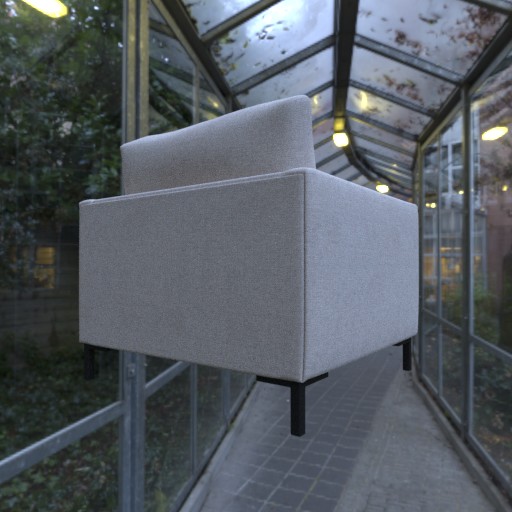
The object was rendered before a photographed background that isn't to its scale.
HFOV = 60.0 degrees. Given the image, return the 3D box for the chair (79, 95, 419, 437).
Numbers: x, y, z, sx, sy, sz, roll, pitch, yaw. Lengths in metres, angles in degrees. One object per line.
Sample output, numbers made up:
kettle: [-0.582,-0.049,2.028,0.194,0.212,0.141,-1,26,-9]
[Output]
chair: [0.000,0.000,1.628,0.963,0.861,0.866,-1,-2,37]
